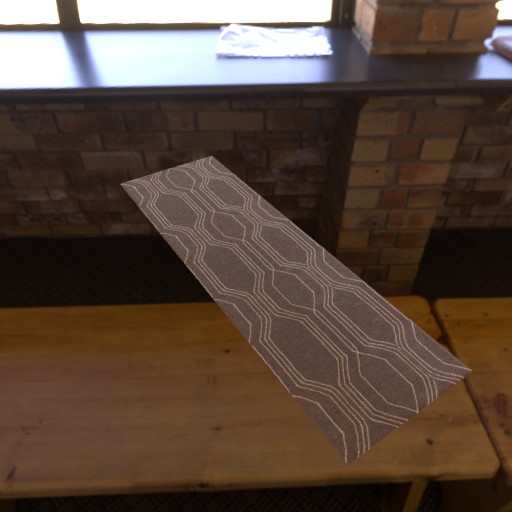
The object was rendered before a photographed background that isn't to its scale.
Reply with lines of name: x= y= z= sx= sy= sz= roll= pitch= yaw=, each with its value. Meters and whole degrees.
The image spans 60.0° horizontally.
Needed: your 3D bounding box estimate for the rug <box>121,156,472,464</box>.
rug: x=0.000 y=0.000 z=2.665 sx=0.773 sy=0.012 sz=2.464 roll=-24 pitch=46 yaw=-25
